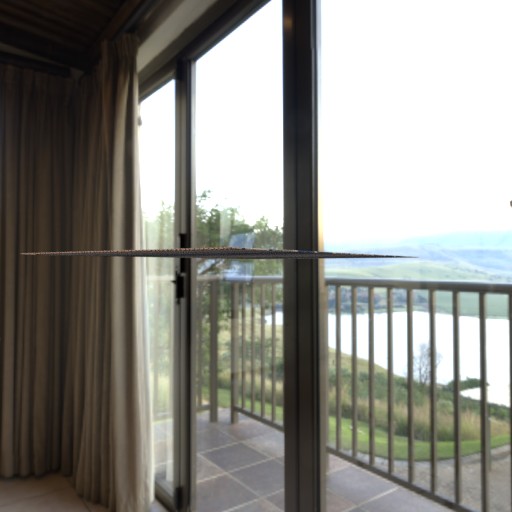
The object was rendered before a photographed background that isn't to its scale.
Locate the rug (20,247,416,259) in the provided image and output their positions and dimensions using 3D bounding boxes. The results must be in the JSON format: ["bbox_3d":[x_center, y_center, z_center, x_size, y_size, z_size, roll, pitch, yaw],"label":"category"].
[{"bbox_3d":[0.000,0.000,3.050,1.532,0.010,2.441,-1,-1,36],"label":"rug"}]
